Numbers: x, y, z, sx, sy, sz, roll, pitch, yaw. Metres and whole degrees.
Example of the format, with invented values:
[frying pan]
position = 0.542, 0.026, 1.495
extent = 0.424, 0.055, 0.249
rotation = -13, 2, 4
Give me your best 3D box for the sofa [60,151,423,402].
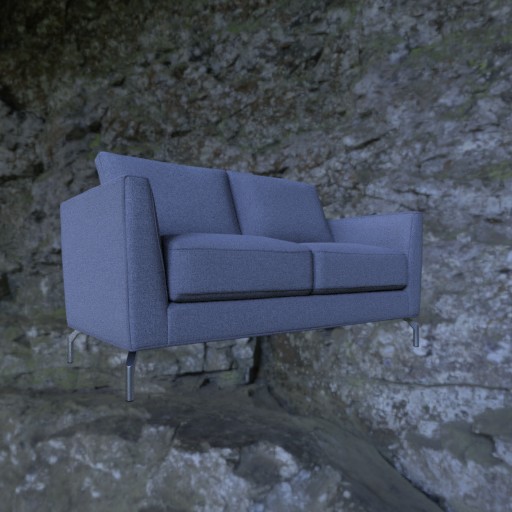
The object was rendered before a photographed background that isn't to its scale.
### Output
[sofa]
position = 0.000, 0.000, 2.117
extent = 1.594, 0.924, 0.803
rotation = 1, -2, -37
